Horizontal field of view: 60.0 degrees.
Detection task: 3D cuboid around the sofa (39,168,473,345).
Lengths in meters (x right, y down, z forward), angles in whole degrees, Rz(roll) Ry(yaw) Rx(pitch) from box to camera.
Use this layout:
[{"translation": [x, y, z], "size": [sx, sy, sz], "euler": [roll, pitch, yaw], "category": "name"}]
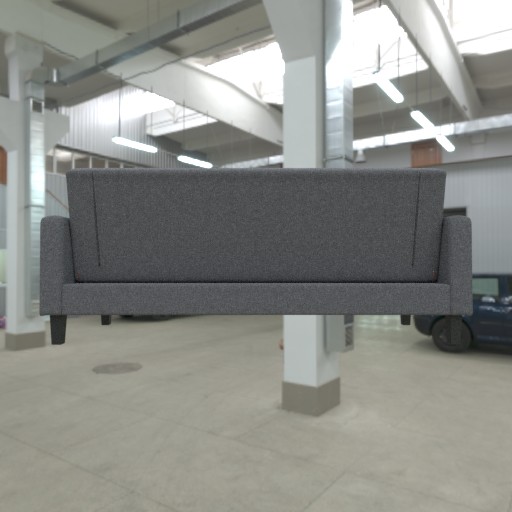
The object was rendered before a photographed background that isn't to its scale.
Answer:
[{"translation": [0.000, 0.000, 2.454], "size": [2.040, 0.850, 0.810], "euler": [0, -1, 0], "category": "sofa"}]
